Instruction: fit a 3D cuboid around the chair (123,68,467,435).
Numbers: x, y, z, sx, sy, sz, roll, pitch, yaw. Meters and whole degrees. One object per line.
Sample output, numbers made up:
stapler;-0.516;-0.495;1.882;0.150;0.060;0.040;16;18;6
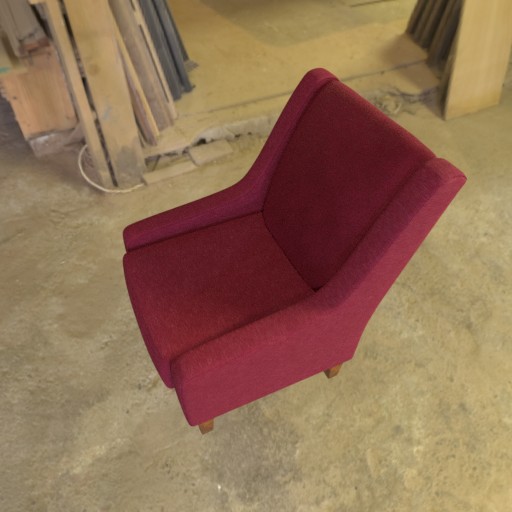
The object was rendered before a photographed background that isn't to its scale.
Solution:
chair;0.000;0.000;1.706;0.985;1.017;0.793;-18;49;-17
